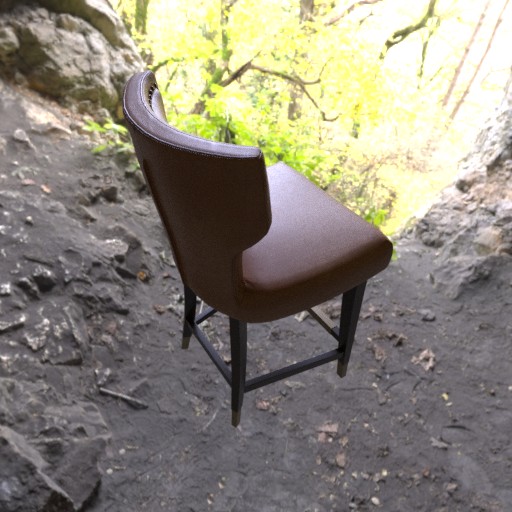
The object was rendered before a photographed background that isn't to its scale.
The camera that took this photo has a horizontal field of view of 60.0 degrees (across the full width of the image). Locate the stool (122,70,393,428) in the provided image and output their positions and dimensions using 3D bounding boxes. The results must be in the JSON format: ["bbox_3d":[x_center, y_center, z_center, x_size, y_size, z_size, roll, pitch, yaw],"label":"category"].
[{"bbox_3d":[0.000,0.000,1.284,0.563,0.982,0.526,-24,47,-24],"label":"stool"}]
